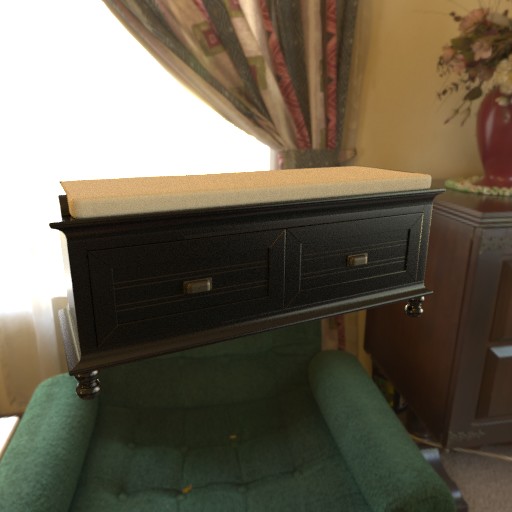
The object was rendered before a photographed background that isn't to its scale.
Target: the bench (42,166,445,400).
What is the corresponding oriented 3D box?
[{"bbox_3d":[0.000,0.000,1.424,1.185,0.501,0.402,-8,18,-25],"label":"bench"}]
